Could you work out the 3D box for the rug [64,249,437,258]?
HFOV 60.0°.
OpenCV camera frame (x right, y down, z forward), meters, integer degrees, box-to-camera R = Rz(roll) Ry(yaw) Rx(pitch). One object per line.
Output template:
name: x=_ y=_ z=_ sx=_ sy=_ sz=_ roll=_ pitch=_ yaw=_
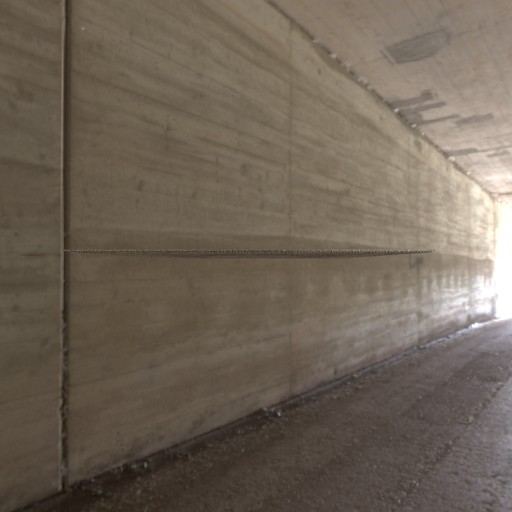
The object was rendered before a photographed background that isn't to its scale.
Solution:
rug: x=0.000 y=0.000 z=3.000 sx=1.528 sy=0.010 sz=2.440 roll=0 pitch=-1 yaw=1
